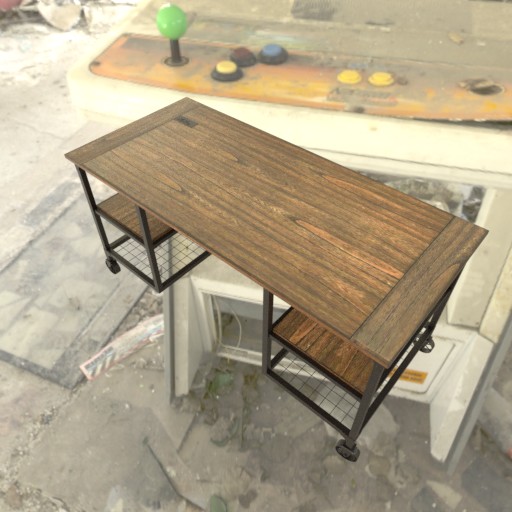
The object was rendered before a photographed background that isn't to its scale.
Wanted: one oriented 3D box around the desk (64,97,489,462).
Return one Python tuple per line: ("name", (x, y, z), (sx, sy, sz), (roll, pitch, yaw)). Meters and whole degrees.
("desk", (0.000, 0.000, 1.994), (1.590, 0.751, 0.711), (32, 53, 27))
